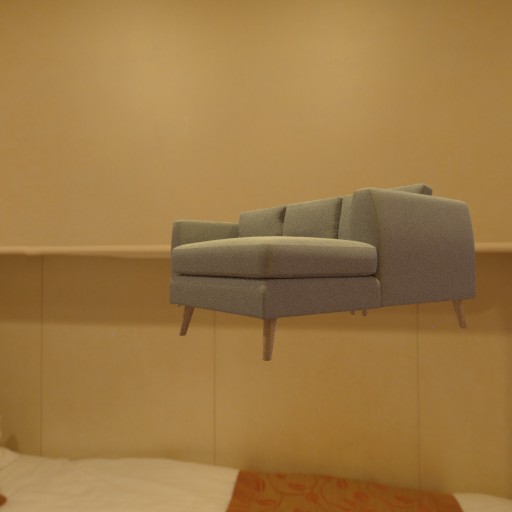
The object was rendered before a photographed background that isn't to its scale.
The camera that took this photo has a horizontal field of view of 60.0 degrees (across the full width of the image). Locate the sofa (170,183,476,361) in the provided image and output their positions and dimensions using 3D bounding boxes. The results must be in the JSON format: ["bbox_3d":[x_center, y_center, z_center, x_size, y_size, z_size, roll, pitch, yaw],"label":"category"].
[{"bbox_3d":[0.000,0.000,3.067,1.580,0.860,2.300,1,-1,-36],"label":"sofa"}]
